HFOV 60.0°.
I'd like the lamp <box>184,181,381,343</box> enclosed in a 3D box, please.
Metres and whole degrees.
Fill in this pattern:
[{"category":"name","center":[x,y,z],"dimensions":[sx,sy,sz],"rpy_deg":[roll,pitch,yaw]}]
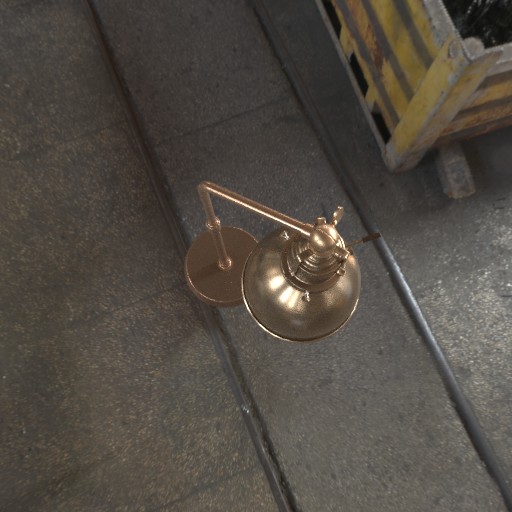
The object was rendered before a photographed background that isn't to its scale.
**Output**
[{"category":"lamp","center":[0.000,0.000,0.582],"dimensions":[0.286,0.456,0.153],"rpy_deg":[33,78,8]}]
